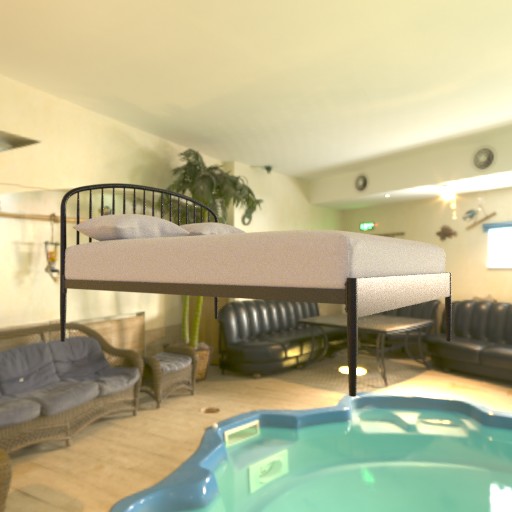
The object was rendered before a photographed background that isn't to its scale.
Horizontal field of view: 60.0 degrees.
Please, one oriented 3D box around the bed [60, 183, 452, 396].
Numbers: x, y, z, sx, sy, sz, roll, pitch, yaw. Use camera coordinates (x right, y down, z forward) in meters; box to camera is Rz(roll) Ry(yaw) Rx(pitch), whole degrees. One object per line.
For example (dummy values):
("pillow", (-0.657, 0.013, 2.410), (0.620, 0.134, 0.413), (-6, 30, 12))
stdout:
("bed", (0.000, 0.000, 3.041), (2.159, 1.166, 1.618), (-1, -1, 36))
